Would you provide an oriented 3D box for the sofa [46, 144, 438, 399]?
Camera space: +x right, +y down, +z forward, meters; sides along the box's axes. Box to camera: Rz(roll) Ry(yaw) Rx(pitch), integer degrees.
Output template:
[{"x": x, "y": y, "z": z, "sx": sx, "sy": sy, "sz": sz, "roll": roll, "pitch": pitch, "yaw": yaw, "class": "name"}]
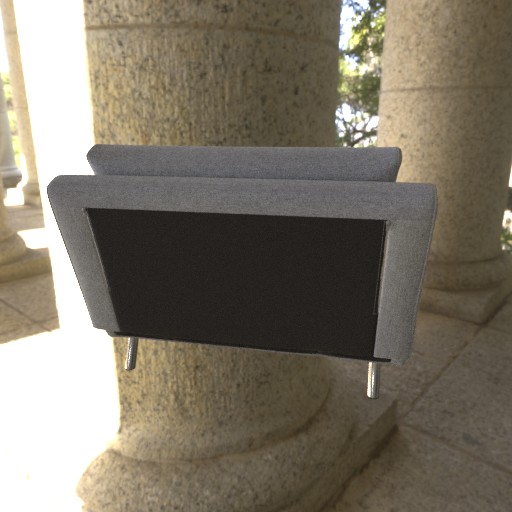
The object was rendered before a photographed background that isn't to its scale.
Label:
[{"x": 0.000, "y": 0.000, "z": 1.832, "sx": 1.220, "sy": 0.910, "sz": 0.910, "roll": 3, "pitch": 17, "yaw": 11, "class": "sofa"}]
